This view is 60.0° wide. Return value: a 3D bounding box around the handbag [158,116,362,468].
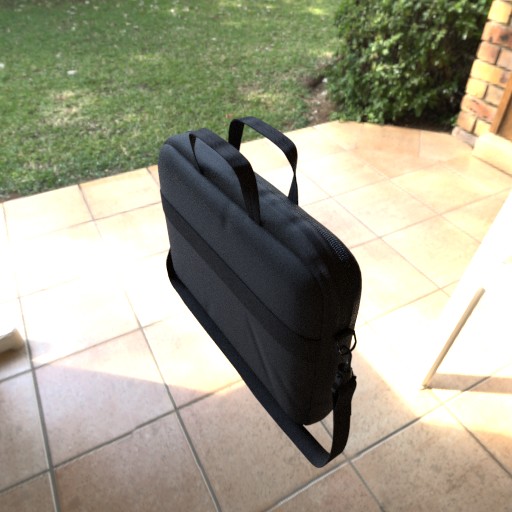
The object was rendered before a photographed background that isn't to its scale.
[{"bbox_3d":[0.000,0.000,0.422,0.089,0.244,0.320,-24,47,-25],"label":"handbag"}]
